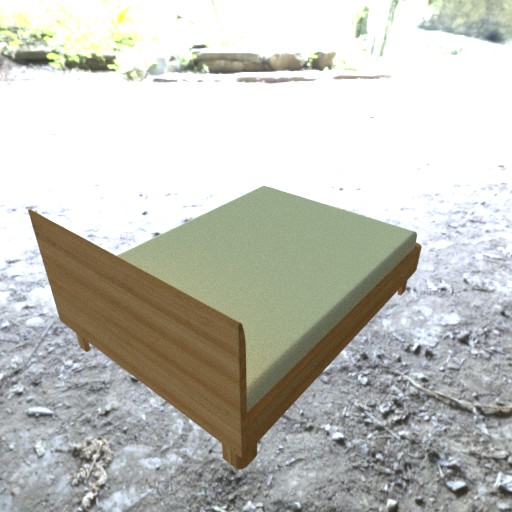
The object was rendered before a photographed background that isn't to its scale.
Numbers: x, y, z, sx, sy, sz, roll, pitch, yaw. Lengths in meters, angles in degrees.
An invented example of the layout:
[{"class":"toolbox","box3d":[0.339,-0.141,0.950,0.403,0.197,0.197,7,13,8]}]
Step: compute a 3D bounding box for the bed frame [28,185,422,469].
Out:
[{"class":"bed frame","box3d":[0.000,0.000,2.832,1.472,0.940,1.992,23,38,33]}]
